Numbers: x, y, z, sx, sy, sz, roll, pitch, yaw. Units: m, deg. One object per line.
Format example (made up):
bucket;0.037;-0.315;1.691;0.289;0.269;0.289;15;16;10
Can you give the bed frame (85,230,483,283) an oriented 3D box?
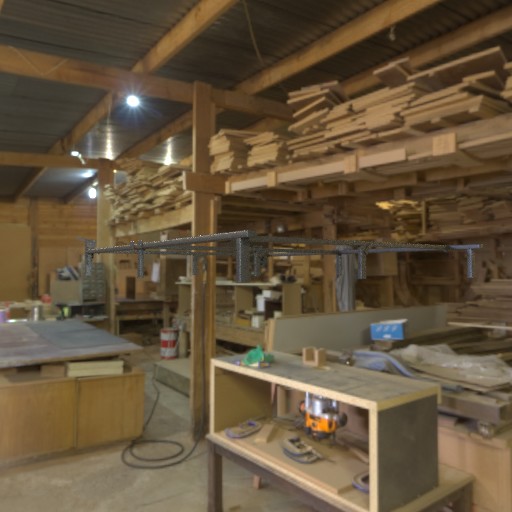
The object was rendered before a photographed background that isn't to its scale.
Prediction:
bed frame;0.000;0.000;2.683;1.498;0.248;1.990;1;-2;-35
